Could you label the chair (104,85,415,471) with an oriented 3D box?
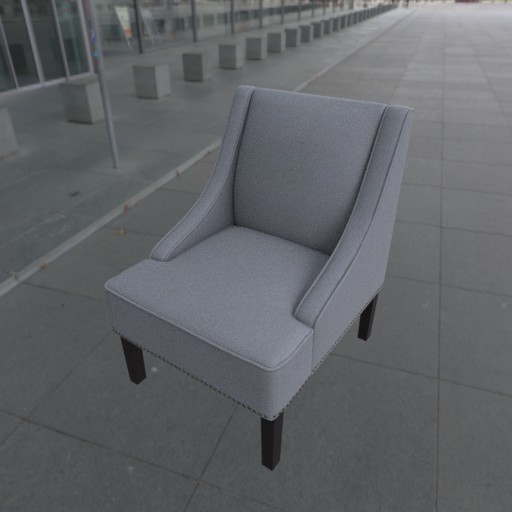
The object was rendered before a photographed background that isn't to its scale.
[{"bbox_3d":[0.000,0.000,1.400,0.631,0.867,0.747,20,36,30],"label":"chair"}]
